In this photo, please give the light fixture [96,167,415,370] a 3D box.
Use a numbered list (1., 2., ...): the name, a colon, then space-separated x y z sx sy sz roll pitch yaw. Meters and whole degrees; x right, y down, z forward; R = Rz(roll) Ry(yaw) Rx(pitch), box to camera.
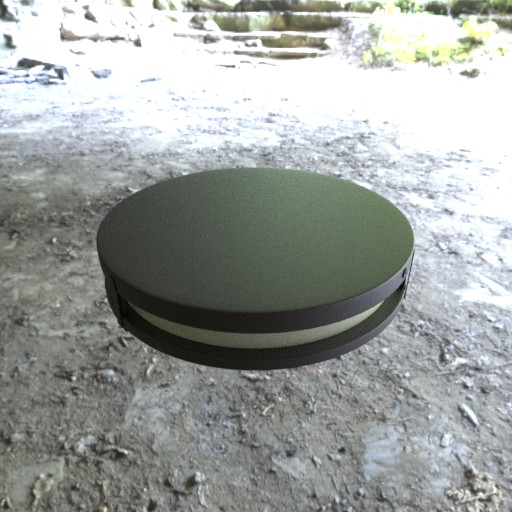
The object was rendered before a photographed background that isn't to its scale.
1. light fixture: 0.000 0.000 0.541 0.356 0.102 0.356 0 31 0
